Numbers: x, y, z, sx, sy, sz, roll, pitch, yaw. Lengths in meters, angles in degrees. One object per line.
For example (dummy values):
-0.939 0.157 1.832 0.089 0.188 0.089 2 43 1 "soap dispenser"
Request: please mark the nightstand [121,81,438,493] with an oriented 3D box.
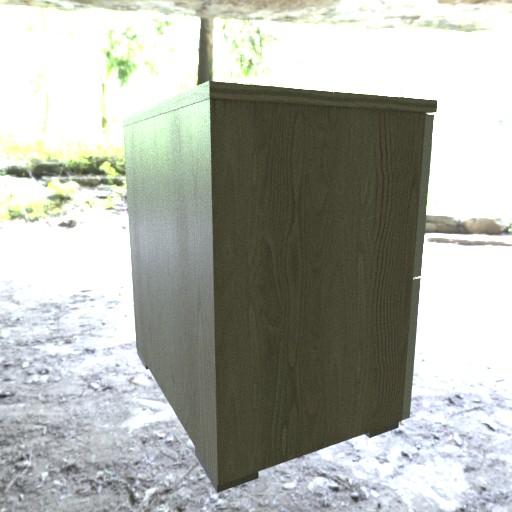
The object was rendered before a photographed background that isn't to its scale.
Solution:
0.000 0.000 0.737 0.325 0.461 0.442 -6 14 -26 "nightstand"
